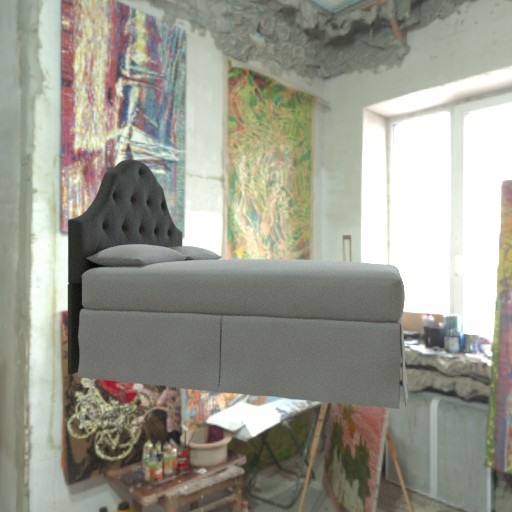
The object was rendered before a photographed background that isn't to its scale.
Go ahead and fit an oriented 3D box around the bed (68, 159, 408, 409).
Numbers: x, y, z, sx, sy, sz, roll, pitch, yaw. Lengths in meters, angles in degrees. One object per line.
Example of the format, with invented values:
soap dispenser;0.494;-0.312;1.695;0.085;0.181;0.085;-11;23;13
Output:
bed;0.000;0.000;3.356;2.155;1.575;1.636;0;0;17
